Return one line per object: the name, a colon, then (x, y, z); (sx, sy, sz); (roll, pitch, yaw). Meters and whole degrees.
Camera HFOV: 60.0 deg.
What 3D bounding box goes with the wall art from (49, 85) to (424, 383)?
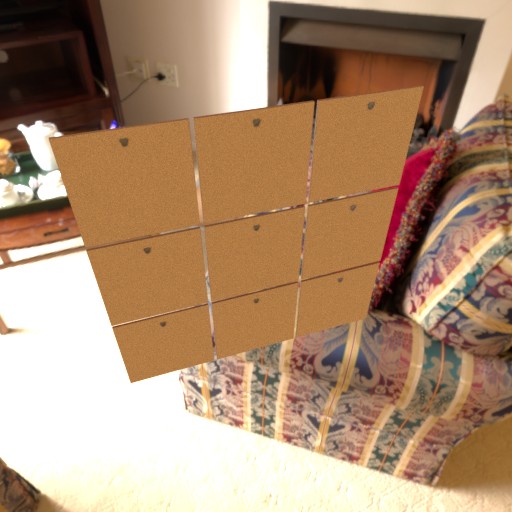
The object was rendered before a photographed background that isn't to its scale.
wall art: (0.000, 0.000, 2.243); (1.533, 1.532, 0.019); (-13, 43, -14)
